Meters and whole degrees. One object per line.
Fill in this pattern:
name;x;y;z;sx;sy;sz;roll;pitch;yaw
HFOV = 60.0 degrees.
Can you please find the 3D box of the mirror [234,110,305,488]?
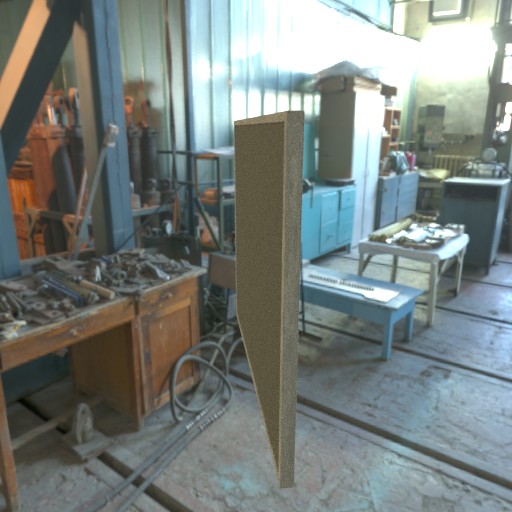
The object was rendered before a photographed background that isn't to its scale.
mirror;0.000;0.000;1.152;0.028;0.689;0.839;-2;16;-8
